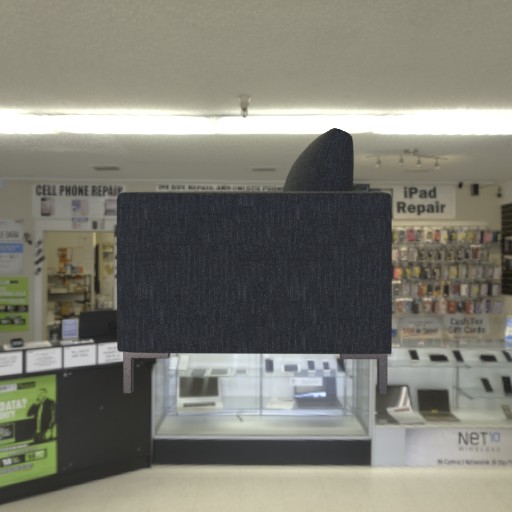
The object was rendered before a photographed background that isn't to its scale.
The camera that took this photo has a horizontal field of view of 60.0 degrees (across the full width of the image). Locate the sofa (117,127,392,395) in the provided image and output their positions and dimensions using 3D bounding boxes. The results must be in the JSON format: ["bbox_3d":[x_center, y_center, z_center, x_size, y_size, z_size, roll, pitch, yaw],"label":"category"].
[{"bbox_3d":[0.000,0.000,2.191,0.866,0.862,1.716,0,0,1],"label":"sofa"}]
